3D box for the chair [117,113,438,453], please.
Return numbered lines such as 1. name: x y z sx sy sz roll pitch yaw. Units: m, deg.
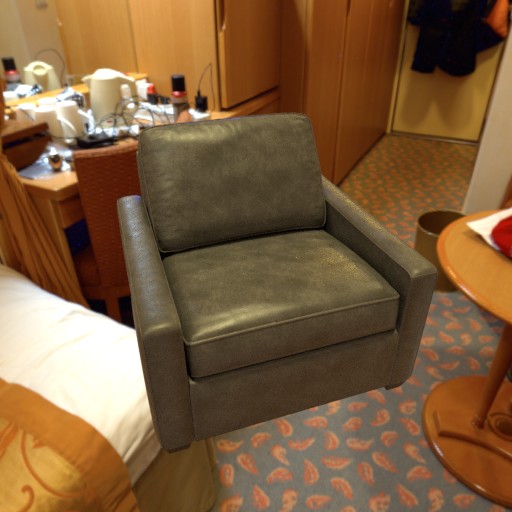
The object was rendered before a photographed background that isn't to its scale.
1. chair: 0.000 0.000 1.768 1.006 0.916 0.939 -10 34 -16
